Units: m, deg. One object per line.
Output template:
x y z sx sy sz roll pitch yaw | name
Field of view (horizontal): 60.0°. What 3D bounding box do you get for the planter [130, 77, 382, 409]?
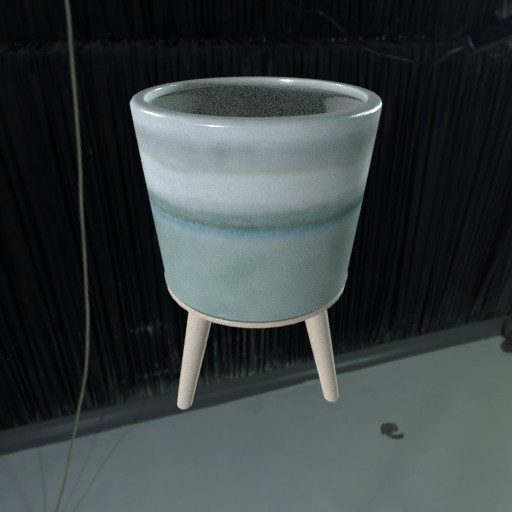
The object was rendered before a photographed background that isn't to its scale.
0.000 0.000 0.577 0.265 0.404 0.265 -11 31 -18 | planter
